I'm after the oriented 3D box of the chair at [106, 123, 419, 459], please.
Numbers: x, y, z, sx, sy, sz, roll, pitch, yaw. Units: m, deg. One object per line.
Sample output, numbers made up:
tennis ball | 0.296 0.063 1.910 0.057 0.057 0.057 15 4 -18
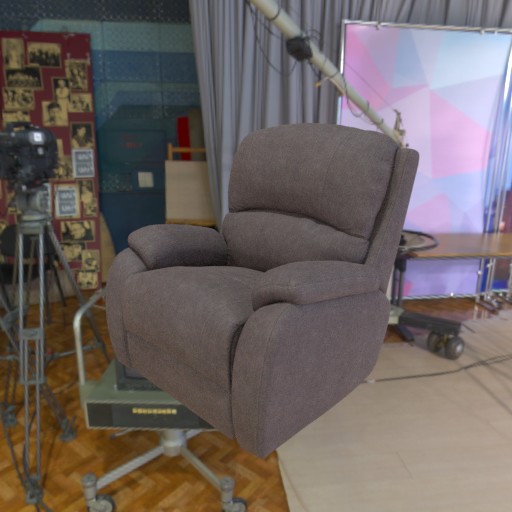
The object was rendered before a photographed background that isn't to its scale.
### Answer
chair | 0.000 0.000 1.753 0.930 1.011 0.899 15 22 42
